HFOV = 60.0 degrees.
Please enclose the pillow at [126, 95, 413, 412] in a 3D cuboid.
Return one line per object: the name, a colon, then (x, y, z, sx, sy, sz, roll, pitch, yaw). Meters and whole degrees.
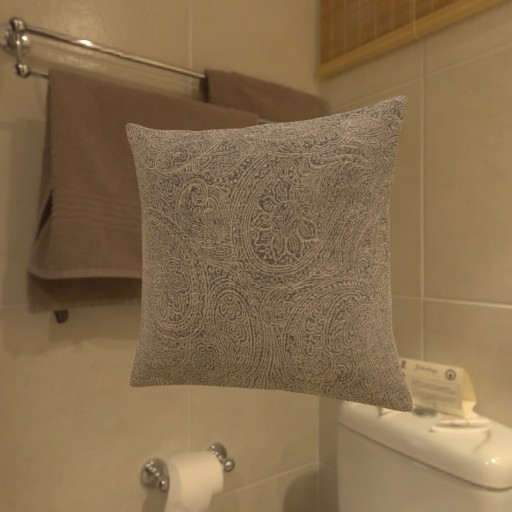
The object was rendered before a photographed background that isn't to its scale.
pillow: (0.000, 0.000, 0.783, 0.523, 0.510, 0.166, 0, 0, 18)
